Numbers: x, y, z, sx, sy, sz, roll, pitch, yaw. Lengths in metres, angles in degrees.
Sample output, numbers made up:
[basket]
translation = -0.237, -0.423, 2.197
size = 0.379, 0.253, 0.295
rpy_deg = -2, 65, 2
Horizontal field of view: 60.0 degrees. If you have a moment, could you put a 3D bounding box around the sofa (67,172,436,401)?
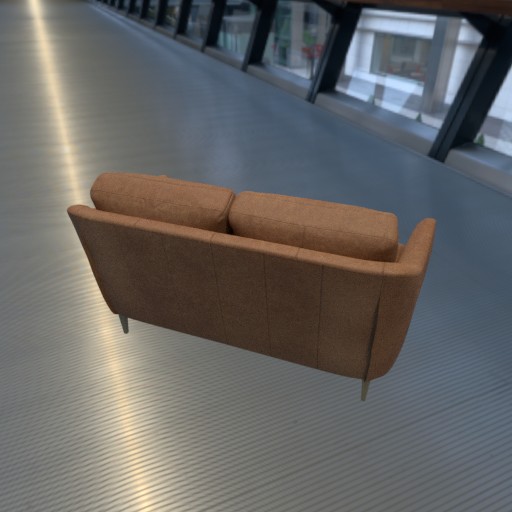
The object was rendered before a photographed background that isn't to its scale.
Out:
[sofa]
translation = 0.000, 0.000, 2.201
size = 1.619, 0.902, 0.960
rpy_deg = 11, 33, 18
